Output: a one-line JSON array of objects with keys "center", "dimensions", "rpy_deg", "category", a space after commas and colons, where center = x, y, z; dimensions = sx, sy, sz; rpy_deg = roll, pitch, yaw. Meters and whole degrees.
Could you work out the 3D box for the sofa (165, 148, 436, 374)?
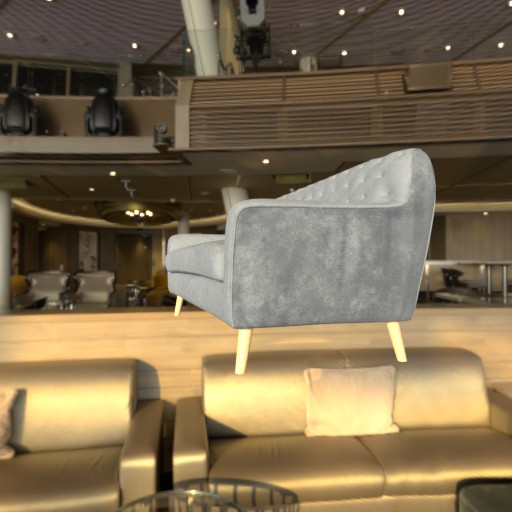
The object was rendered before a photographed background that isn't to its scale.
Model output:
[{"center": [0.000, 0.000, 2.451], "dimensions": [0.841, 0.832, 1.975], "rpy_deg": [0, -1, -17], "category": "sofa"}]
